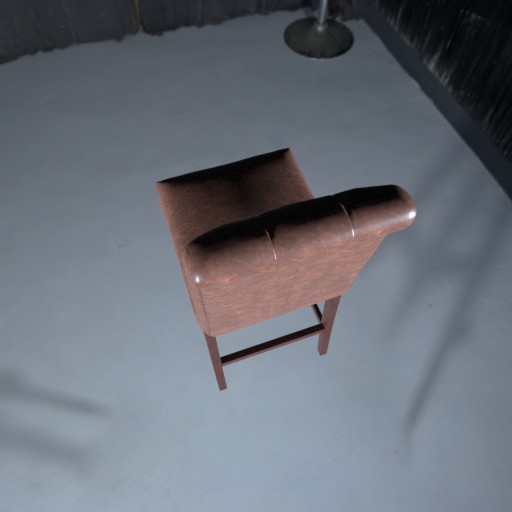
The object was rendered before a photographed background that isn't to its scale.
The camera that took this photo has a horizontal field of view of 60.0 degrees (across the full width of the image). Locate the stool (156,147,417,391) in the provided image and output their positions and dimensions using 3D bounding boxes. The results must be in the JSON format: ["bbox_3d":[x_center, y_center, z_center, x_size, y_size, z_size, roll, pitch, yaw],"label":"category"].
[{"bbox_3d":[0.000,0.000,1.426,0.486,1.084,0.660,-17,60,-10],"label":"stool"}]
